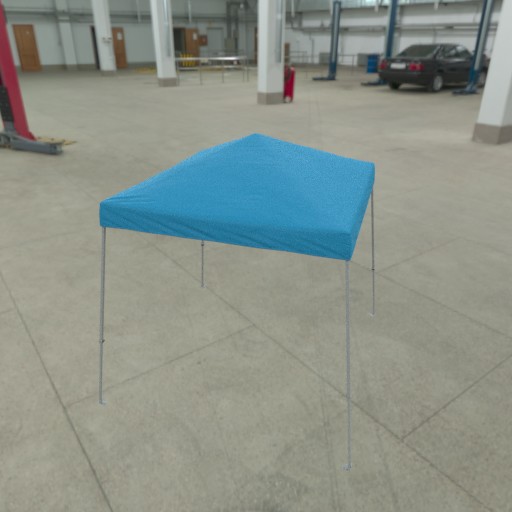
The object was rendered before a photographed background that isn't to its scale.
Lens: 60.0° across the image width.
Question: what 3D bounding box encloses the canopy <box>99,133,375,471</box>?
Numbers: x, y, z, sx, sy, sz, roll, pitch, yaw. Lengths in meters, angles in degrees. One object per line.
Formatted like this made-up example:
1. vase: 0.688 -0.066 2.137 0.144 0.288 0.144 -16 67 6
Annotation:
1. canopy: 0.000 0.000 6.623 3.600 3.600 3.599 8 27 16
